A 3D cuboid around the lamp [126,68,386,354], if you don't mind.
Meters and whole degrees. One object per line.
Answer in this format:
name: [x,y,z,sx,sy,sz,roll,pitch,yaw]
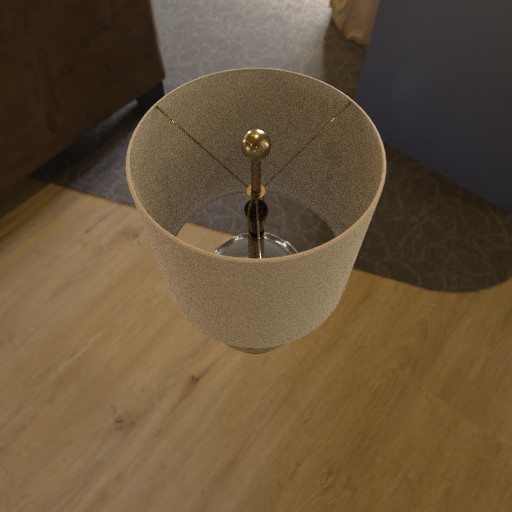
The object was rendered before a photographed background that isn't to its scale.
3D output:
lamp: [0.000,0.000,0.611,0.254,0.452,0.254,0,59,0]
